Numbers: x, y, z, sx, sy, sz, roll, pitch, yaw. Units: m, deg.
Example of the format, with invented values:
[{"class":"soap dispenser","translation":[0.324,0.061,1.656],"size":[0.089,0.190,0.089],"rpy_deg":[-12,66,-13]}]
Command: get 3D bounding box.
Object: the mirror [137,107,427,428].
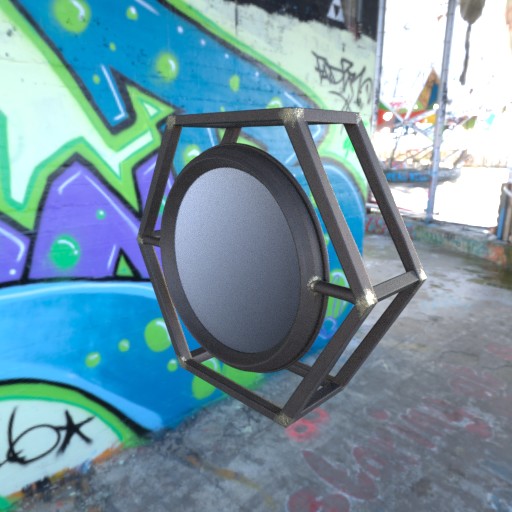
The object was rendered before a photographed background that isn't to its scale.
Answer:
[{"class":"mirror","translation":[0.000,0.000,0.547],"size":[0.380,0.334,0.119],"rpy_deg":[14,20,43]}]
